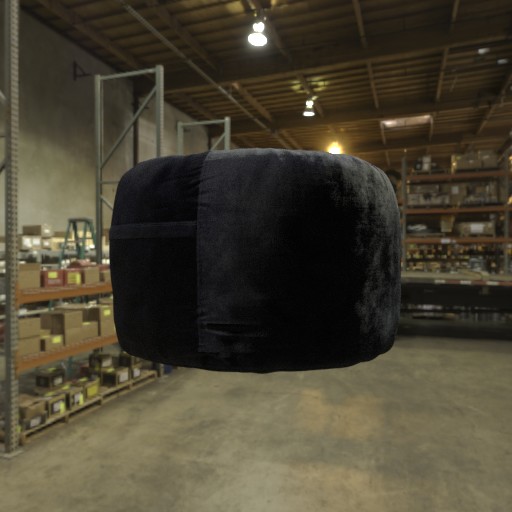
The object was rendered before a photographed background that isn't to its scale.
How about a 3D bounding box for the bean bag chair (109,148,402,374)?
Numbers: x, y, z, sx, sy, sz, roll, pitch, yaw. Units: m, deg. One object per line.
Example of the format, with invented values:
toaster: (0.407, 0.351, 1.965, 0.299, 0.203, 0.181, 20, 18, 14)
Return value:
bean bag chair: (0.000, 0.000, 1.955, 1.219, 0.762, 1.219, 0, 1, 0)
